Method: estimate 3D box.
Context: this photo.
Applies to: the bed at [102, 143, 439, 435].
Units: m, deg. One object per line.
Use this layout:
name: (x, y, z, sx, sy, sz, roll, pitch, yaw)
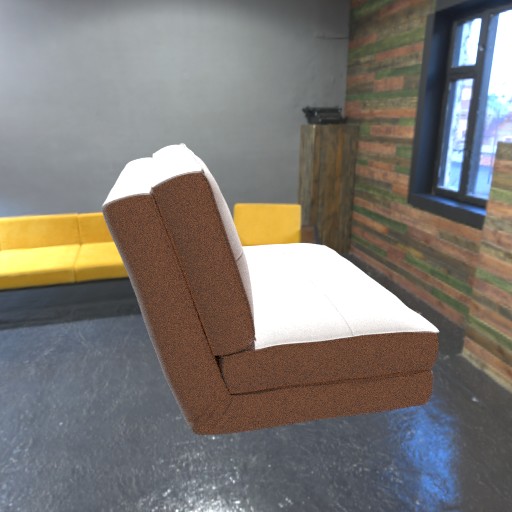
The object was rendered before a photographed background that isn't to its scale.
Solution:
bed: (0.000, 0.000, 1.305, 0.749, 0.614, 0.799, -4, 18, -12)
